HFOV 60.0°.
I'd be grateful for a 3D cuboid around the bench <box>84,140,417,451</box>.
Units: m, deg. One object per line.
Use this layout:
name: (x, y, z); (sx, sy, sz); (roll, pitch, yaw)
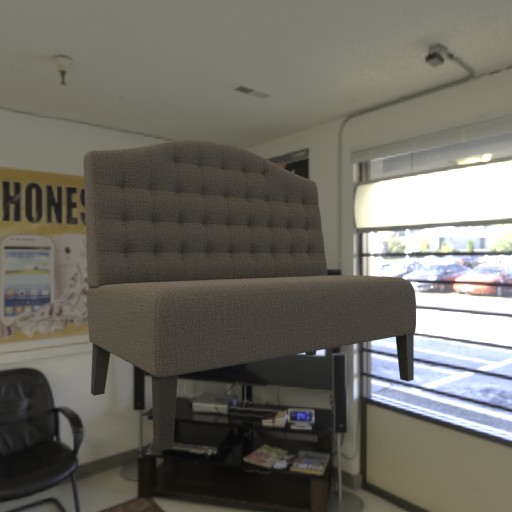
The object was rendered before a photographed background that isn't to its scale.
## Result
bench: (0.000, 0.000, 2.033); (1.335, 1.180, 0.815); (0, 0, -36)
